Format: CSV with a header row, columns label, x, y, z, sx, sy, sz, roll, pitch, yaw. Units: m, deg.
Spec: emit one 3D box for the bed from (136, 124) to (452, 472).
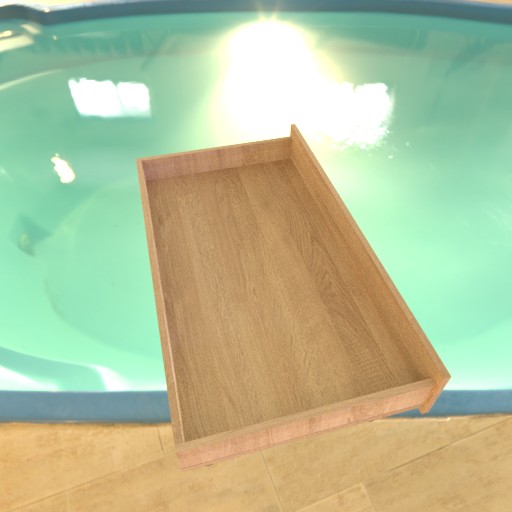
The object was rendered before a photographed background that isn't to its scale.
label,x,y,z,sx,sy,sz,roll,pitch,yaw
bed,0.000,0.000,1.482,0.685,0.209,1.200,-11,48,-10
